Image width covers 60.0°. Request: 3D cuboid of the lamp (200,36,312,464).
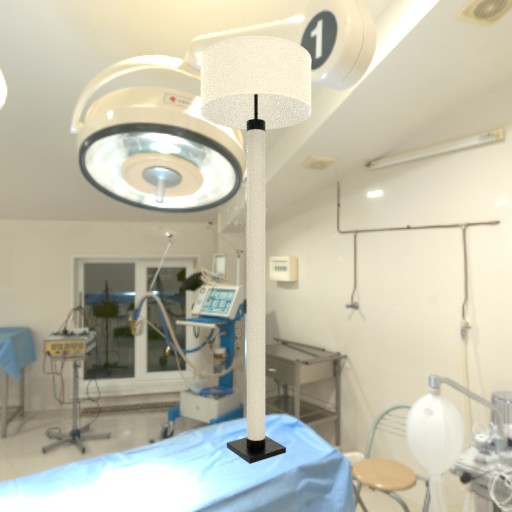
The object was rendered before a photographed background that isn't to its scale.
[{"bbox_3d":[0.000,0.000,1.675,0.420,1.475,0.420,0,0,-34],"label":"lamp"}]
